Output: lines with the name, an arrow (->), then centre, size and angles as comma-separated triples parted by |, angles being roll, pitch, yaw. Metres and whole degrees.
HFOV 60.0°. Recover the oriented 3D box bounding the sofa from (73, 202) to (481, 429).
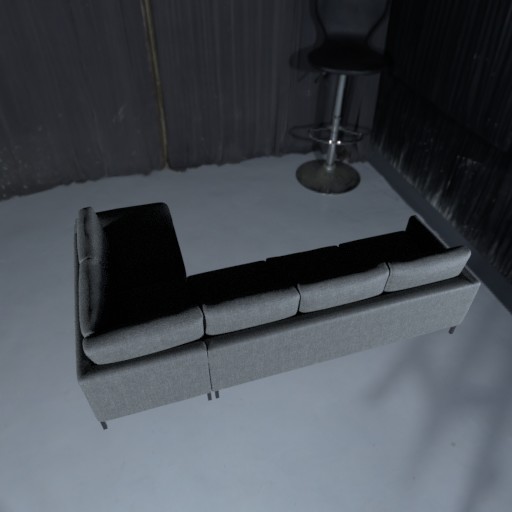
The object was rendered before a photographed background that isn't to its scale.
sofa -> 0.000, 0.000, 3.826 | 2.972, 0.858, 1.984 | -12, 44, -13
